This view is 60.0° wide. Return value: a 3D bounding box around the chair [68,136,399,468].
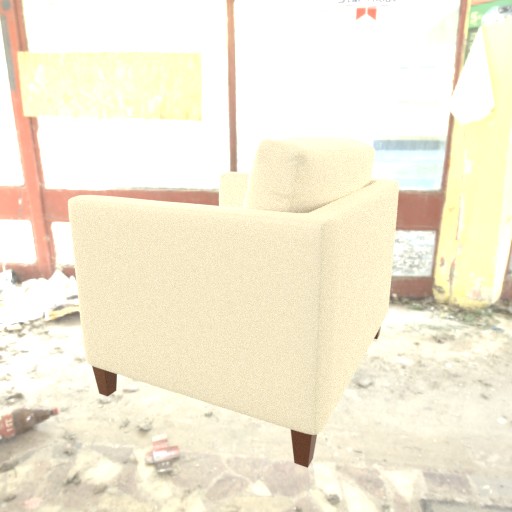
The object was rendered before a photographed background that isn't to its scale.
[{"bbox_3d":[0.000,0.000,1.686,0.878,0.885,1.019,8,18,26],"label":"chair"}]
